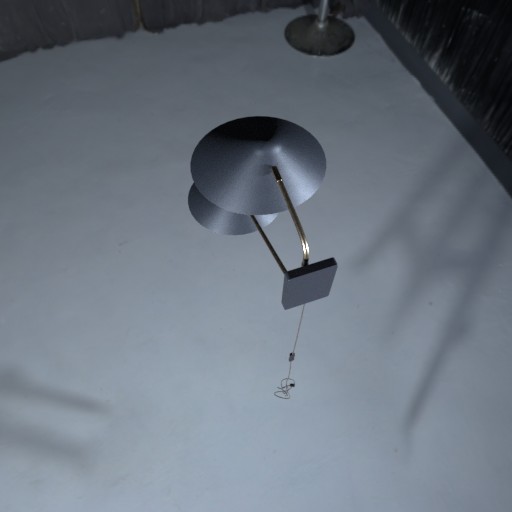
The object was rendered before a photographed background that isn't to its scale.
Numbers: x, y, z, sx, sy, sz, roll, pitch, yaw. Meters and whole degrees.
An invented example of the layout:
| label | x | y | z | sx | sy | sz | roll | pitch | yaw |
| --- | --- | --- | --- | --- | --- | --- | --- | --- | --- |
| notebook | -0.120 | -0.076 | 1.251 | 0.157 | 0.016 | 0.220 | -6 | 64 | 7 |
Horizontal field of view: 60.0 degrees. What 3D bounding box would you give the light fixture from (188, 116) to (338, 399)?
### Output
| label | x | y | z | sx | sy | sz | roll | pitch | yaw |
| --- | --- | --- | --- | --- | --- | --- | --- | --- | --- |
| light fixture | 0.000 | 0.000 | 0.845 | 0.189 | 0.665 | 0.422 | -17 | 60 | -10 |
